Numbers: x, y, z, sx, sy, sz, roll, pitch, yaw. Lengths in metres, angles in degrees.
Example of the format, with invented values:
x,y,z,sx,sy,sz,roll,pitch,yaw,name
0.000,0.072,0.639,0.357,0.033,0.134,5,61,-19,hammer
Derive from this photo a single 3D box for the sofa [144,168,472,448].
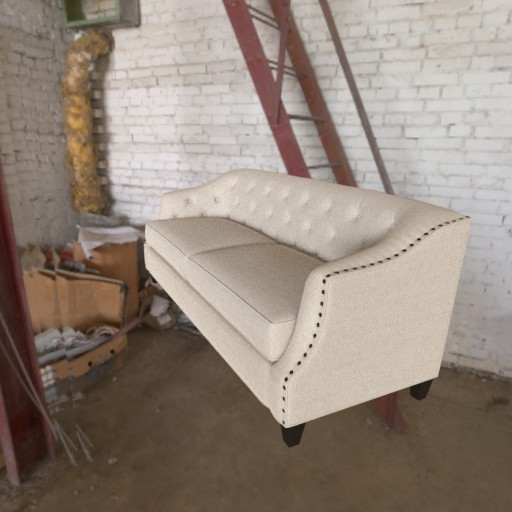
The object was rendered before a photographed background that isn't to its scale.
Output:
x,y,z,sx,sy,sz,roll,pitch,yaw,name
0.000,0.000,2.715,0.914,0.901,2.235,-8,18,-26,sofa
